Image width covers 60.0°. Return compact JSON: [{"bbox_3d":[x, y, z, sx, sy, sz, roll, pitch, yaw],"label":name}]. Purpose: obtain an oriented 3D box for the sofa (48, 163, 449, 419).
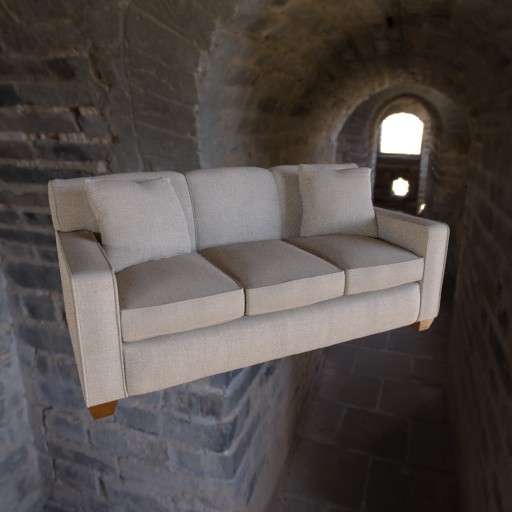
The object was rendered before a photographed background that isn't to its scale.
[{"bbox_3d":[0.000,0.000,2.513,2.024,0.958,0.997,-8,18,-25],"label":"sofa"}]
